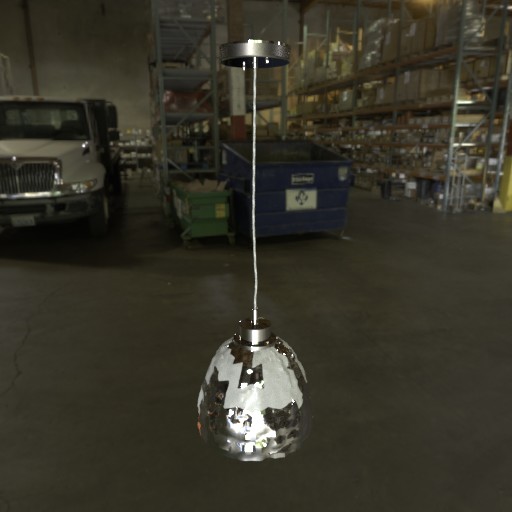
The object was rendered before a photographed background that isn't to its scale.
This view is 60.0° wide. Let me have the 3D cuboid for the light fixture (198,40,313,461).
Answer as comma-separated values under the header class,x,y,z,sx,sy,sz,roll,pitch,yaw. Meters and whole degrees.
class,x,y,z,sx,sy,sz,roll,pitch,yaw
light fixture,0.000,0.000,1.750,0.500,1.511,0.496,-7,17,-26
